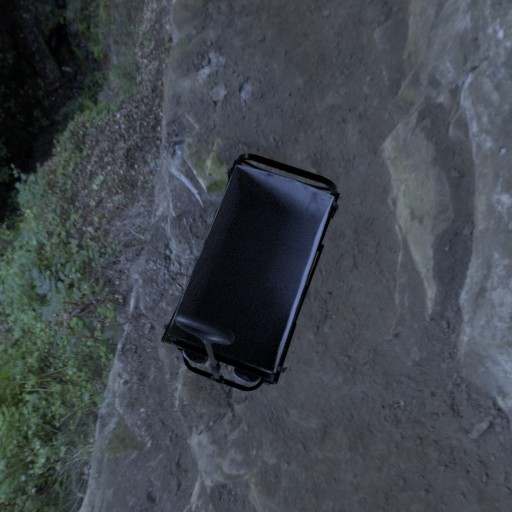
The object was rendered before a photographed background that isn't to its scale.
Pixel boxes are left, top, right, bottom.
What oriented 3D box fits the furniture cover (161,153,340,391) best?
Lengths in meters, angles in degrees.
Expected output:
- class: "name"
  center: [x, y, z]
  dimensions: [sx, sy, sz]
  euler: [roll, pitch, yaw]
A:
- class: "furniture cover"
  center: [0.000, 0.000, 1.771]
  dimensions: [0.532, 1.295, 1.038]
  euler: [19, 75, 5]
